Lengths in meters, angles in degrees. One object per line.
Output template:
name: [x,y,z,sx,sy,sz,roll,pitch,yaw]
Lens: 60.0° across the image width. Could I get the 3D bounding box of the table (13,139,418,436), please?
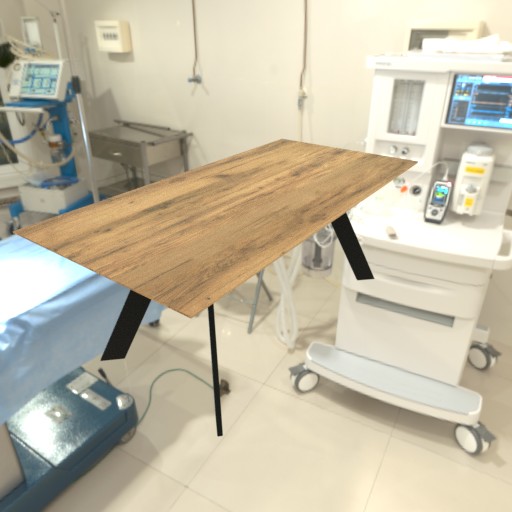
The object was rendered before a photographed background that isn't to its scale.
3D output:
table: [0.000,0.000,2.443,1.000,0.770,2.000,19,33,32]
